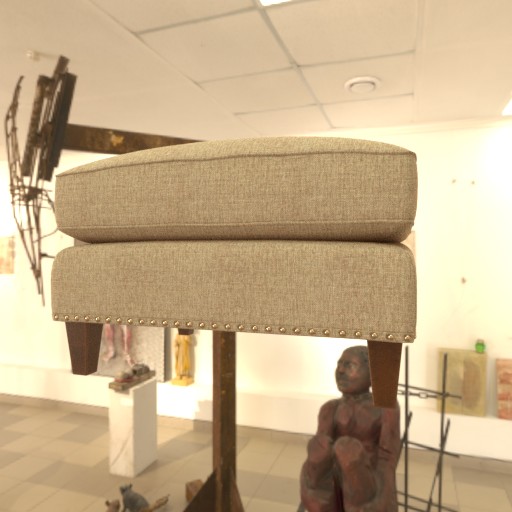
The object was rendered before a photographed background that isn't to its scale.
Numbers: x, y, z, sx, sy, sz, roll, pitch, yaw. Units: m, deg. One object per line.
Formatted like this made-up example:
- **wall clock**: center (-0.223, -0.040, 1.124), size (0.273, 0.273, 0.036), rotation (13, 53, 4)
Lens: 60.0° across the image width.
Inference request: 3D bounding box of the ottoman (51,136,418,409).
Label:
- **ottoman**: center (0.000, 0.000, 1.098), size (0.741, 0.513, 0.584), rotation (0, 1, 18)
